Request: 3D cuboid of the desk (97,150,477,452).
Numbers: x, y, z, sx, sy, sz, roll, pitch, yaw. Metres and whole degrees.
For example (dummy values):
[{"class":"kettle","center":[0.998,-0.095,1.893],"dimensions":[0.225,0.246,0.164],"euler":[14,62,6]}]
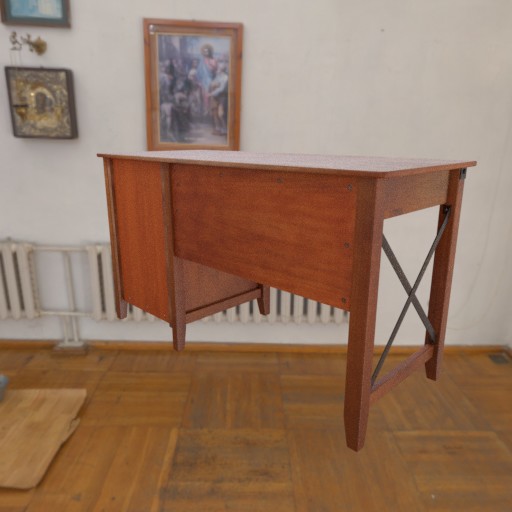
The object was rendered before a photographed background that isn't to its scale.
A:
[{"class":"desk","center":[0.000,0.000,1.721],"dimensions":[1.353,0.756,0.574],"euler":[15,21,43]}]
